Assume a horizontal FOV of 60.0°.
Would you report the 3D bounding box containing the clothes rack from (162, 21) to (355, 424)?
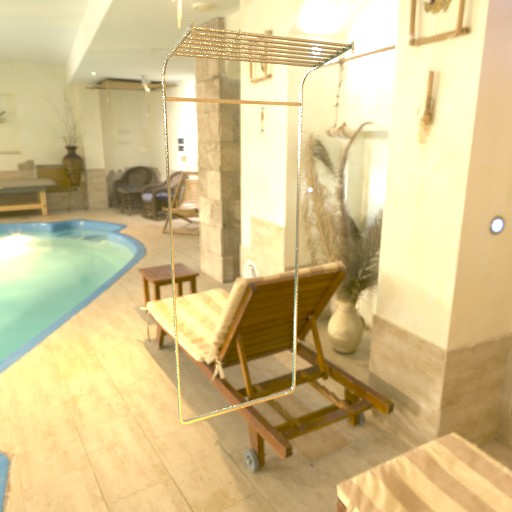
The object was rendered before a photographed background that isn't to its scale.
[{"bbox_3d":[0.000,0.000,1.780,0.609,1.574,0.349,-7,16,-26],"label":"clothes rack"}]
